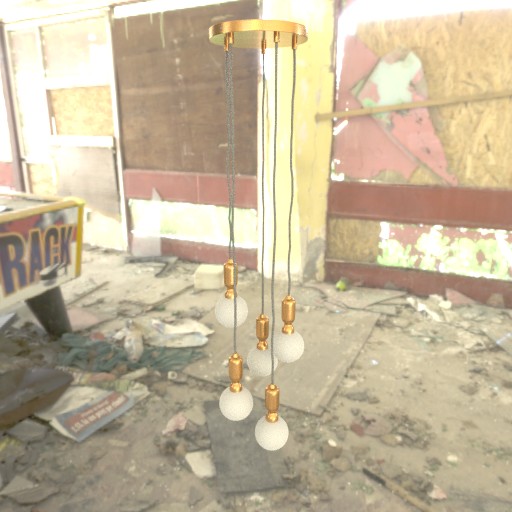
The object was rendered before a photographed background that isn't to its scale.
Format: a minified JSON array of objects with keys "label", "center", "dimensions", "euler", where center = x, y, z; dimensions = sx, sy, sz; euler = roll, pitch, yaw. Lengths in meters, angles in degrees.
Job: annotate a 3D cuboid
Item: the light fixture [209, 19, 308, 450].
[{"label":"light fixture","center":[0.000,0.000,0.494],"dimensions":[0.105,0.457,0.108],"euler":[-16,22,-42]}]
